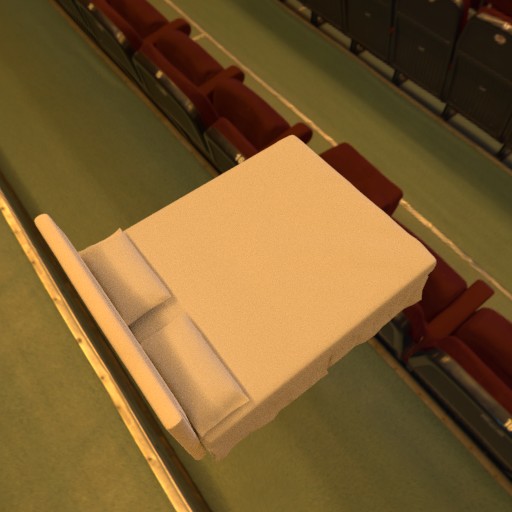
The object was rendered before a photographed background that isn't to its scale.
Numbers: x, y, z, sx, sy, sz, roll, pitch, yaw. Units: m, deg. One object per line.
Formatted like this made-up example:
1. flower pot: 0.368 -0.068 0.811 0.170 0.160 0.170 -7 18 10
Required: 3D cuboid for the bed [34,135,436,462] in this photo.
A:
1. bed: 0.000 0.000 3.553 2.477 1.437 1.977 -34 65 -18
